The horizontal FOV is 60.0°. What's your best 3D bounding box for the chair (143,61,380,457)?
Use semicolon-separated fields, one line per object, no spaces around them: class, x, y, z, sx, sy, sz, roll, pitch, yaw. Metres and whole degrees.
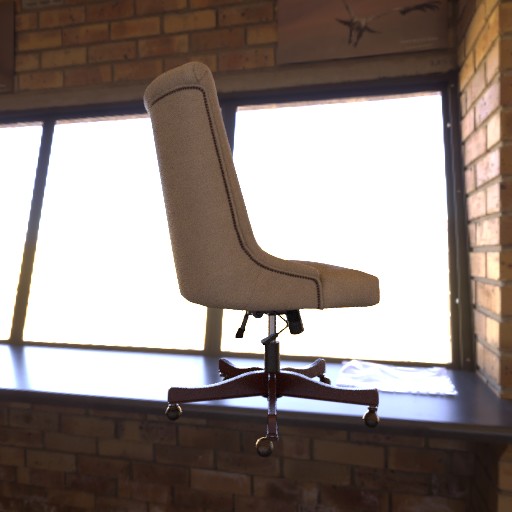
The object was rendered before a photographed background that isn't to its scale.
chair;0.000;0.000;1.419;0.696;1.010;0.645;0;1;-18
